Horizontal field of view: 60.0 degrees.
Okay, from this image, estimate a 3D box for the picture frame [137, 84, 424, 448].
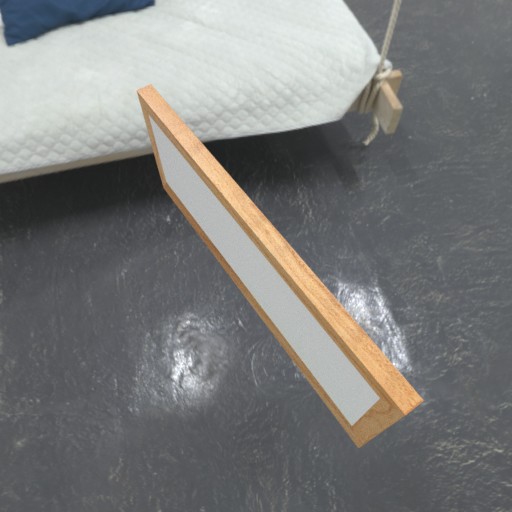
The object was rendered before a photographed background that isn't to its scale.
[{"bbox_3d":[0.000,0.000,0.666,0.045,0.234,0.582,-31,64,-17],"label":"picture frame"}]
